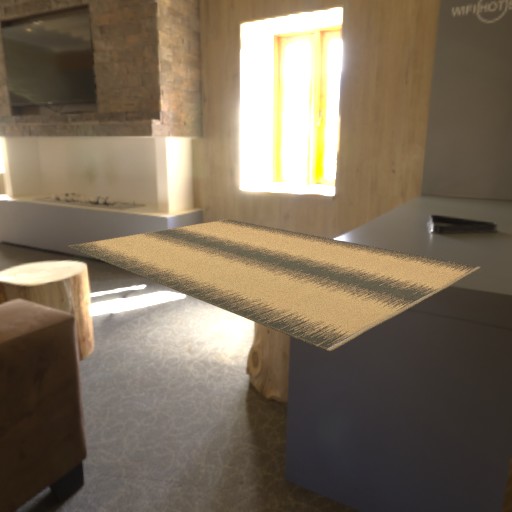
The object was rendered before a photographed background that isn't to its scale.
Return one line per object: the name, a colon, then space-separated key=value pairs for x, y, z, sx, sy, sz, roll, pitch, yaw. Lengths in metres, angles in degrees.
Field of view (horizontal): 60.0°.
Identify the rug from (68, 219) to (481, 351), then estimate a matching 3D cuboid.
rug: x=0.000 y=0.000 z=2.351 sx=1.854 sy=0.006 sz=1.234 roll=14 pitch=21 yaw=43
